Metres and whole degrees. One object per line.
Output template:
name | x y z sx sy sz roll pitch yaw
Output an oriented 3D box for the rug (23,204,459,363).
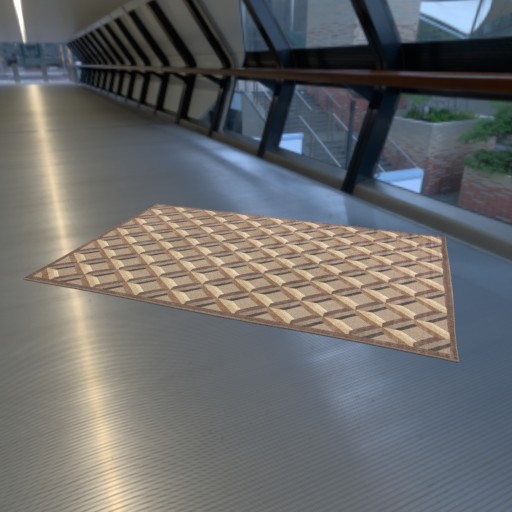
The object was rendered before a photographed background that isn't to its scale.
rug | 0.000 0.000 2.044 1.677 0.011 1.066 8 26 17
